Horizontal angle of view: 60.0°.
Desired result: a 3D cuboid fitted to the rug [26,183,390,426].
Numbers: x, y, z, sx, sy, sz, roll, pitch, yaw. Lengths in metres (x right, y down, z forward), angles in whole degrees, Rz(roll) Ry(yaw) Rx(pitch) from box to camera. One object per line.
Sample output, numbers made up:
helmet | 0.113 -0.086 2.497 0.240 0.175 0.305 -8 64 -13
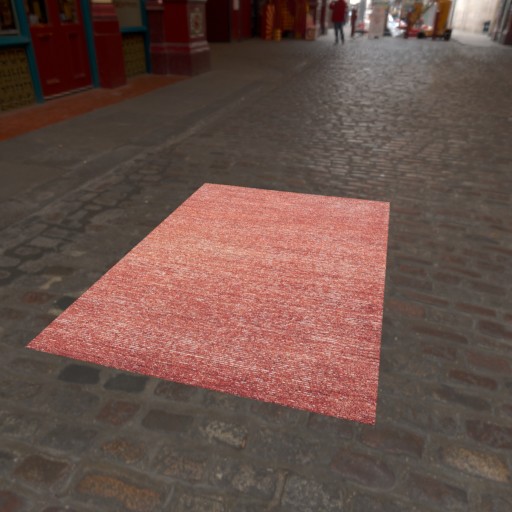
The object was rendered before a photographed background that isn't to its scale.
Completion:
rug | 0.000 0.000 4.953 2.803 0.025 3.965 8 31 14
